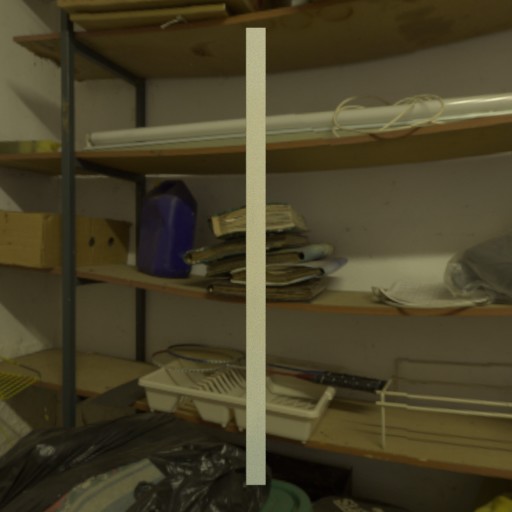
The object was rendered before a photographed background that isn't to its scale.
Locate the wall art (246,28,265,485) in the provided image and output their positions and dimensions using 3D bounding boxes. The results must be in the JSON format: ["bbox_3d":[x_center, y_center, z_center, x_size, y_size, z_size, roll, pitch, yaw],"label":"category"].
[{"bbox_3d":[0.000,0.000,1.193,0.039,0.915,0.612,0,1,0],"label":"wall art"}]
